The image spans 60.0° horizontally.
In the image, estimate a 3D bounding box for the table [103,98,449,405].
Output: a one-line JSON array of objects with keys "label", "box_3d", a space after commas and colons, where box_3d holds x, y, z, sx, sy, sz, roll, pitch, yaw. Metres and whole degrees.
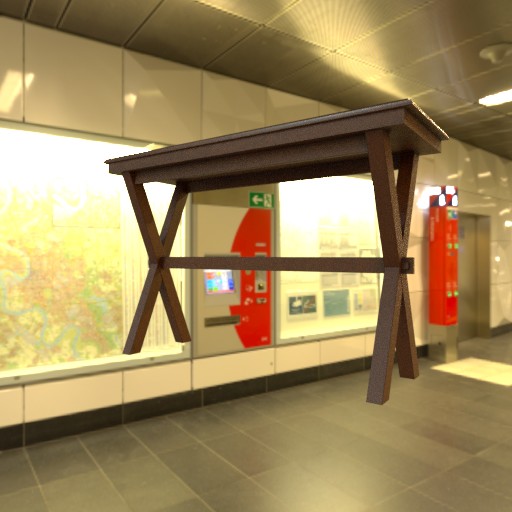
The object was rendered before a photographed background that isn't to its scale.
[{"label": "table", "box_3d": [0.000, 0.000, 1.571, 1.197, 0.763, 0.399, 0, 0, 35]}]
